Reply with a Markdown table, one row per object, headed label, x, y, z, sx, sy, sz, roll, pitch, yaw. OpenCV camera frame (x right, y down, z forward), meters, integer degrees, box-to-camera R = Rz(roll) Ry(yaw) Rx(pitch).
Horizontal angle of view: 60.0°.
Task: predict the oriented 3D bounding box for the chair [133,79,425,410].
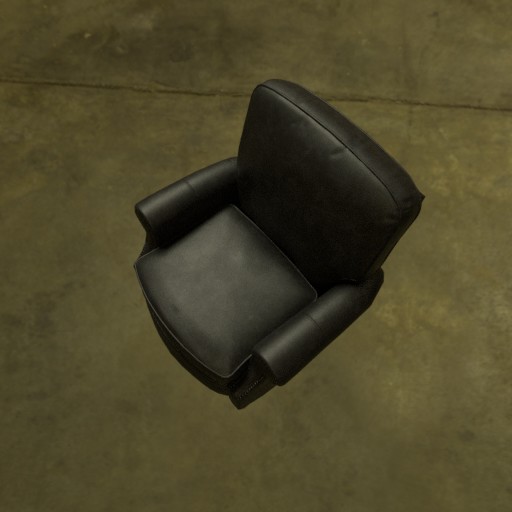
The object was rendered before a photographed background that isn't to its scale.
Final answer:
| label | x | y | z | sx | sy | sz | roll | pitch | yaw |
| --- | --- | --- | --- | --- | --- | --- | --- | --- | --- |
| chair | 0.000 | 0.000 | 1.811 | 0.986 | 1.018 | 0.936 | -36 | 69 | -17 |
